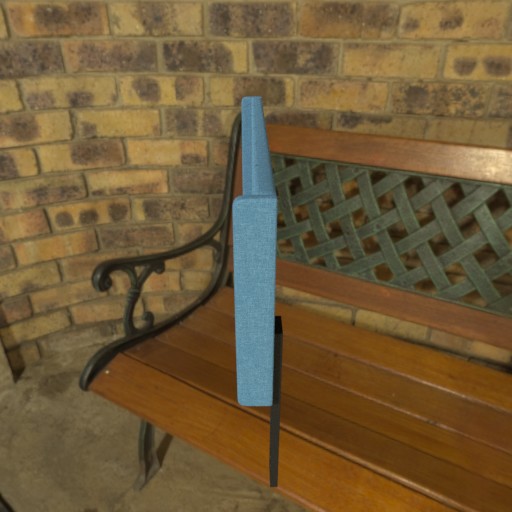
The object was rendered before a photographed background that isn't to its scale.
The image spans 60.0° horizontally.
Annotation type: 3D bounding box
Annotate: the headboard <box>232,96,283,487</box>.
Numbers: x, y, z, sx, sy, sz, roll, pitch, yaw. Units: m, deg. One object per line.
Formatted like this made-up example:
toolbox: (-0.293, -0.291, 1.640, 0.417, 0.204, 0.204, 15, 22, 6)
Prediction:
headboard: (0.000, 0.000, 2.676, 0.184, 1.524, 2.051, 0, 28, -1)
